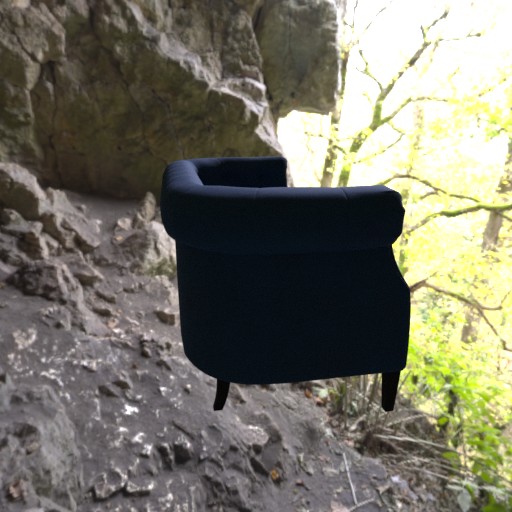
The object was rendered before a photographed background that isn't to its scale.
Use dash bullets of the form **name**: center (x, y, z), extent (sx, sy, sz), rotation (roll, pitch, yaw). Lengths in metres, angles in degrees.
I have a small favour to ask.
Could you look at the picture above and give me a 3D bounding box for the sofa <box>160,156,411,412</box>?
- **sofa**: center (0.000, 0.000, 2.082), extent (0.835, 0.827, 1.558), rotation (-3, 17, -10)
